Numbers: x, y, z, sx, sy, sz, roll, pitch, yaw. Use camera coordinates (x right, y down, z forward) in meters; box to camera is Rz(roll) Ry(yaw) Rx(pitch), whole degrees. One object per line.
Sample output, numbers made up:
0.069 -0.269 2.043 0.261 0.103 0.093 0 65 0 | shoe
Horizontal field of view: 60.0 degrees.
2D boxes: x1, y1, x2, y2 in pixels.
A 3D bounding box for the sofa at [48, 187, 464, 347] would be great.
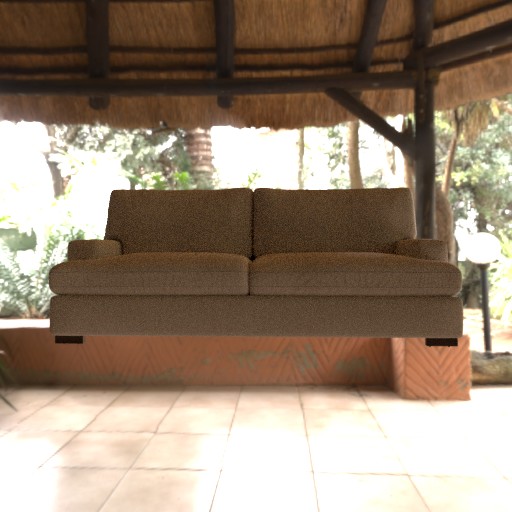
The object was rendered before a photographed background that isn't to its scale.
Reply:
0.000 0.000 2.685 2.147 0.925 0.929 0 0 2 | sofa
